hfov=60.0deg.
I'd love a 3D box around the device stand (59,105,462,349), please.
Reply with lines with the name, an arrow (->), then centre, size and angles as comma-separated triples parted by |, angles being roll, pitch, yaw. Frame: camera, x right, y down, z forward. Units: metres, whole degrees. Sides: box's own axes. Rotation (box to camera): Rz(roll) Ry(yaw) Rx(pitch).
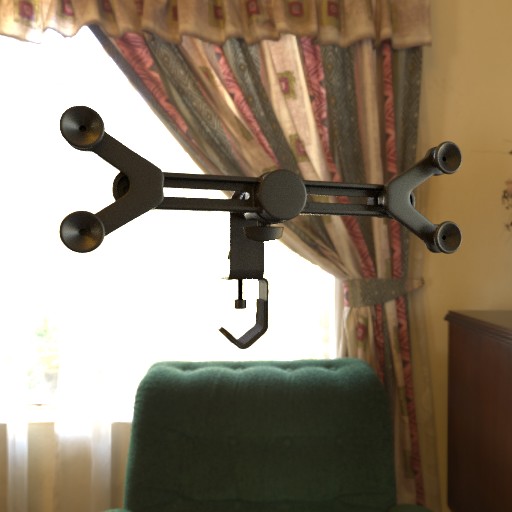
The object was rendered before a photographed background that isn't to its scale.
device stand -> 0.000, 0.000, 0.348 | 0.270, 0.166, 0.142 | 0, 0, -18
